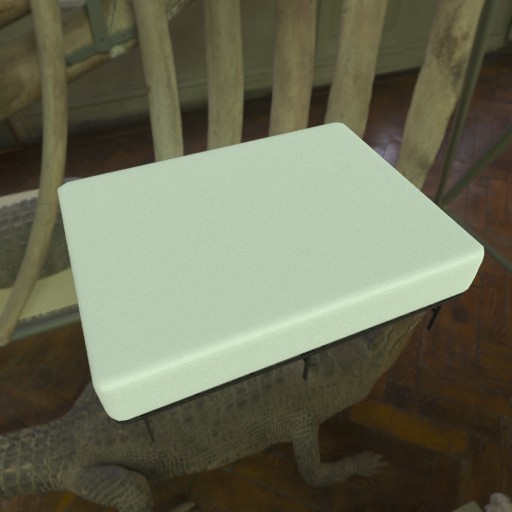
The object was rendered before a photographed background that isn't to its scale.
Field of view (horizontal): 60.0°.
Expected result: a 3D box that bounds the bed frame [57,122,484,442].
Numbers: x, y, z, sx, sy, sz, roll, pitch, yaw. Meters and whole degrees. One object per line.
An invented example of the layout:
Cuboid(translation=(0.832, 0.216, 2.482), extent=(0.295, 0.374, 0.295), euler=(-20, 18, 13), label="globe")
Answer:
Cuboid(translation=(0.000, 0.000, 2.749), extent=(2.037, 0.677, 1.528), euler=(-17, 47, -16), label="bed frame")
